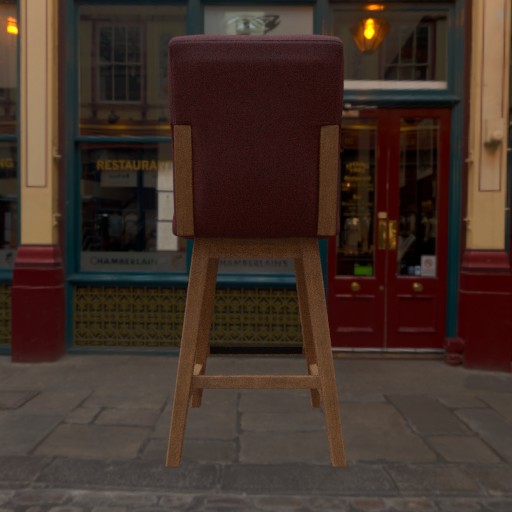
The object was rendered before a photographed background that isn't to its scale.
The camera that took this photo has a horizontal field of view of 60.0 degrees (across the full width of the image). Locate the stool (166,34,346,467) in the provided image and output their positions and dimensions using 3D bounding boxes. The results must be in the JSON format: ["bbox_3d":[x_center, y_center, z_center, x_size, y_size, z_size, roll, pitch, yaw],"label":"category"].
[{"bbox_3d":[0.000,0.000,1.292,0.468,1.038,0.562,0,1,0],"label":"stool"}]
